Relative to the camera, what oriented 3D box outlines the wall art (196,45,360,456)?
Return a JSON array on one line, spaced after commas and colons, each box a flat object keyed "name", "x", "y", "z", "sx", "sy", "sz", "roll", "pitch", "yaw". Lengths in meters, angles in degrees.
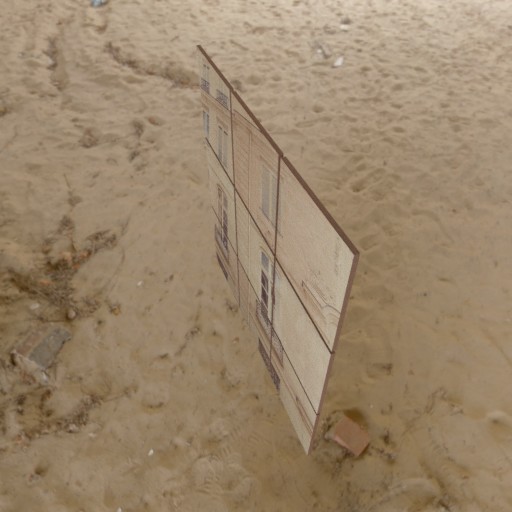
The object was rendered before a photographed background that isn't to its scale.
[{"name": "wall art", "x": 0.000, "y": 0.000, "z": 1.798, "sx": 0.024, "sy": 1.218, "sz": 1.221, "roll": -16, "pitch": 49, "yaw": -15}]
